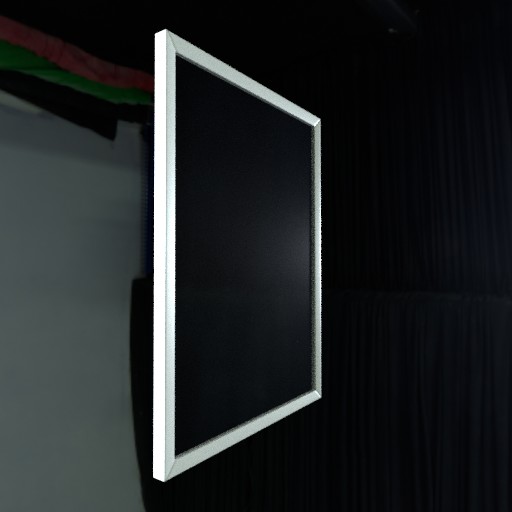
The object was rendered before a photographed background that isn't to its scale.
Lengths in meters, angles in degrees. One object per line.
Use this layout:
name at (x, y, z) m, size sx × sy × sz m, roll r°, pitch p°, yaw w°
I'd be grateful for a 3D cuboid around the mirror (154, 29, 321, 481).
mirror at (0.000, 0.000, 1.317) m, size 0.040 × 1.016 × 0.762 m, roll -1°, pitch -1°, yaw 35°
